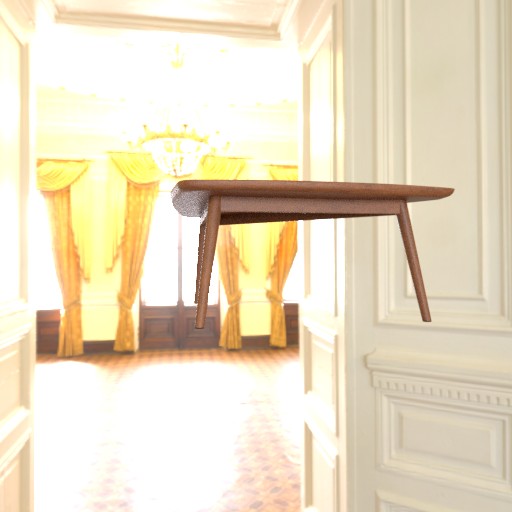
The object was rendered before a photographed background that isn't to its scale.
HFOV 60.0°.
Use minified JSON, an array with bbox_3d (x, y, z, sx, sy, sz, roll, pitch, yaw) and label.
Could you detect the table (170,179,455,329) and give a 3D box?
[{"bbox_3d":[0.000,0.000,1.311,1.008,0.365,0.601,0,-1,35],"label":"table"}]
